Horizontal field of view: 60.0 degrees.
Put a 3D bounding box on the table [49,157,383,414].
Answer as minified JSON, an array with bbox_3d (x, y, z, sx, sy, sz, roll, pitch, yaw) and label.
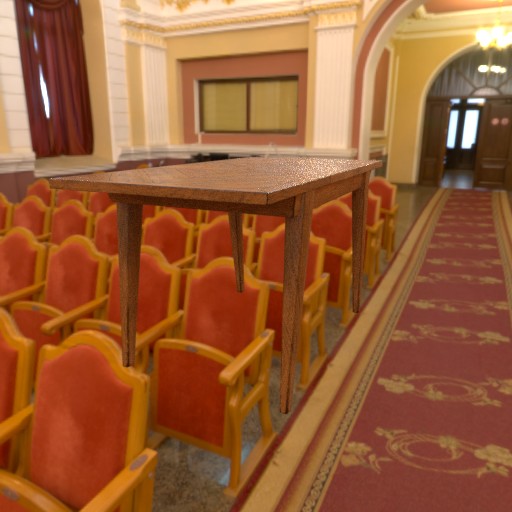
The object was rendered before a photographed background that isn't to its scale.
[{"bbox_3d":[0.000,0.000,1.935,0.757,0.760,1.400,8,17,25],"label":"table"}]
